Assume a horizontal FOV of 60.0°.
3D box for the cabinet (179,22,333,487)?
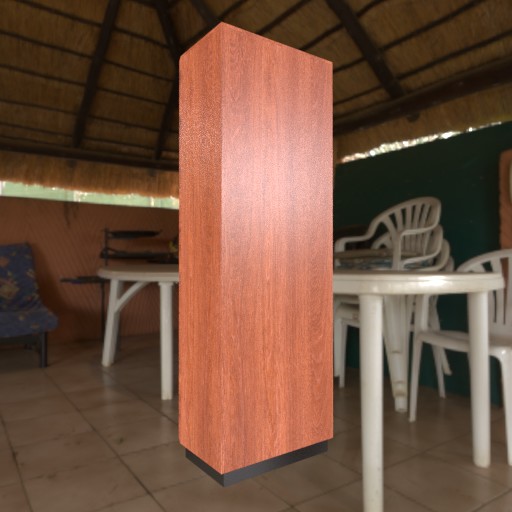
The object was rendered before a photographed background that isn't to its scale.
[{"bbox_3d":[0.000,0.000,2.234,0.660,1.980,0.420,0,-1,-36],"label":"cabinet"}]
